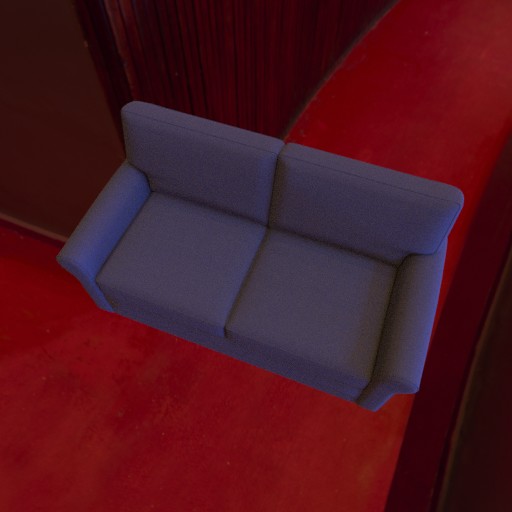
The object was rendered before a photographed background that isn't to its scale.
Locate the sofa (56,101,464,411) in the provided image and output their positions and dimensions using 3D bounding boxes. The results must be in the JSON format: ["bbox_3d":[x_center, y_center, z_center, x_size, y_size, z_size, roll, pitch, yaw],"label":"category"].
[{"bbox_3d":[0.000,0.000,2.471,1.930,1.020,0.940,18,60,11],"label":"sofa"}]
